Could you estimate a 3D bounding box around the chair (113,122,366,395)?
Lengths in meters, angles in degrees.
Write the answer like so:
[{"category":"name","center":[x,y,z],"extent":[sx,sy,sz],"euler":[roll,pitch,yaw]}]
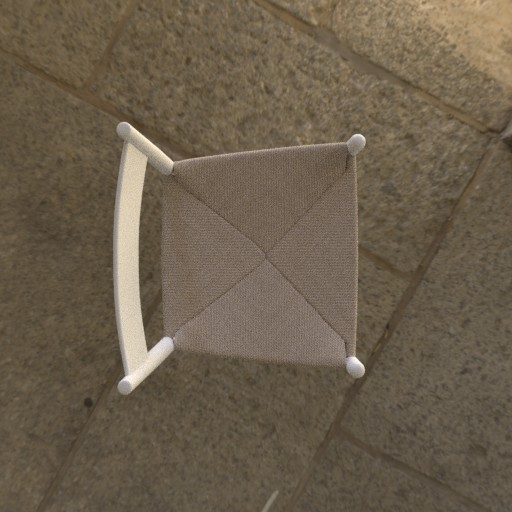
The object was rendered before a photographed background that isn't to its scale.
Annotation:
[{"category":"chair","center":[0.000,0.000,1.110],"extent":[0.495,0.762,0.556],"euler":[0,91,-1]}]
